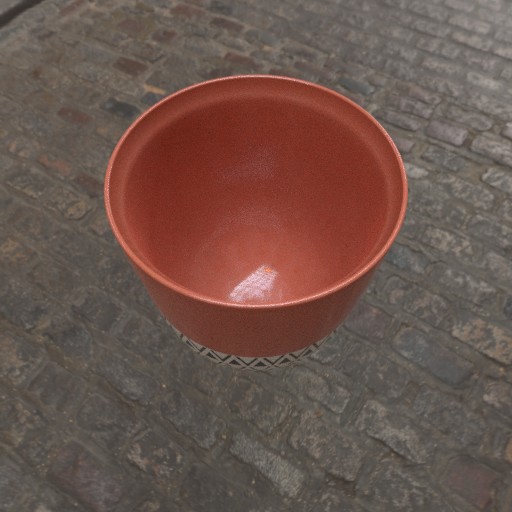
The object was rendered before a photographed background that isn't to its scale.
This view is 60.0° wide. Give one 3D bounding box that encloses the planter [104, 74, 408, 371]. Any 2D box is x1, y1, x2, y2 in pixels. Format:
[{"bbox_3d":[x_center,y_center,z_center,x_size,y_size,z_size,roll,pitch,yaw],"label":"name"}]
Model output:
[{"bbox_3d":[0.000,0.000,0.379,0.195,0.214,0.195,0,59,0],"label":"planter"}]
